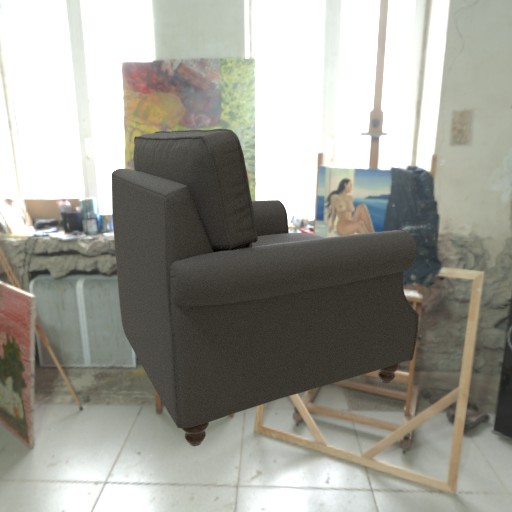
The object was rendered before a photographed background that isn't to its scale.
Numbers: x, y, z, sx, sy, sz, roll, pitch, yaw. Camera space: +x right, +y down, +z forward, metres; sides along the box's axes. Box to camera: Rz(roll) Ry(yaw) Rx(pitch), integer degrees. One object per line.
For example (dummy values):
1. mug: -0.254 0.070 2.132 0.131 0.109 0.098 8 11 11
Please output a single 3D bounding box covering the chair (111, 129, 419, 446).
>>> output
1. chair: 0.000 0.000 1.777 0.966 0.967 1.029 -8 17 -26
